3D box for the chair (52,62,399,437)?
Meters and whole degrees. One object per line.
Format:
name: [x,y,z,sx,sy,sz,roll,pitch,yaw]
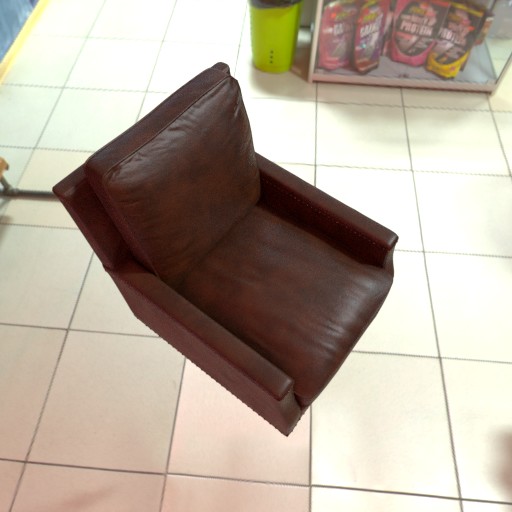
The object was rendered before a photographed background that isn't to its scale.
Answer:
chair: [0.000,0.000,1.817,1.035,1.054,0.854,33,64,19]
